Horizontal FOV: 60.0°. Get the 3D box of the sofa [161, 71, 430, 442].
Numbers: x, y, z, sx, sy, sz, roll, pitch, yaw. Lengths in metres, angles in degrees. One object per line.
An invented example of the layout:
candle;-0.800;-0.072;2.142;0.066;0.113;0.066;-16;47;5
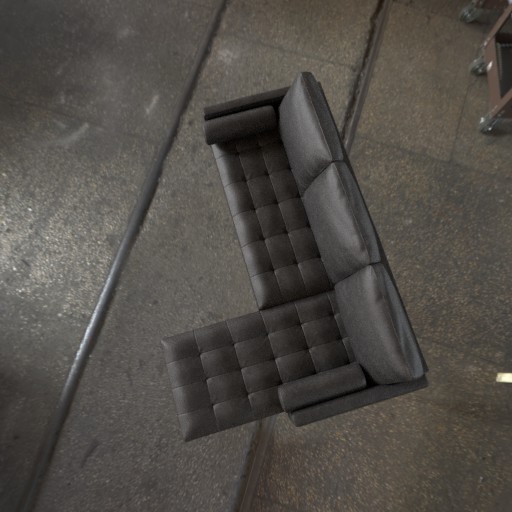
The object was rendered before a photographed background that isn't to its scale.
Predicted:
sofa;0.000;0.000;2.966;1.497;0.876;2.178;-16;76;-4
